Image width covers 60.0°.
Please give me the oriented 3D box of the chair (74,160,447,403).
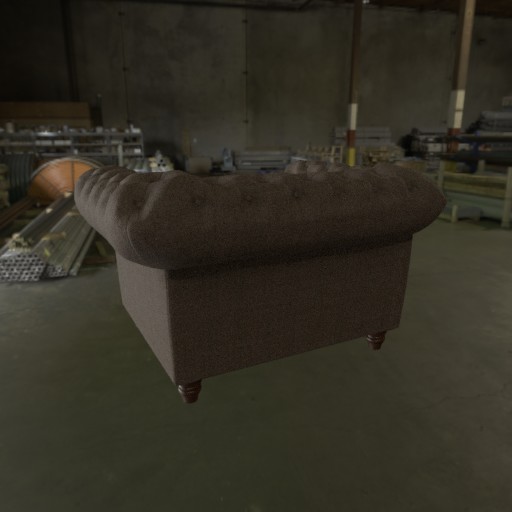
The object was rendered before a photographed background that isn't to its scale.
[{"bbox_3d":[0.000,0.000,1.870,1.298,0.780,0.945,-8,17,-27],"label":"chair"}]
